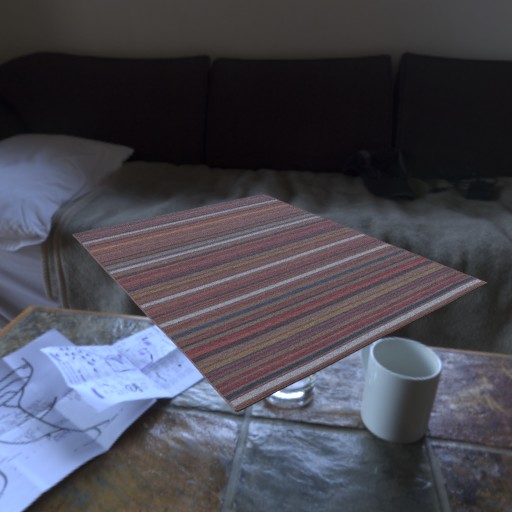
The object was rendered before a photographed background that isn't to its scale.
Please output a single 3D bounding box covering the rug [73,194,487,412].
[{"bbox_3d":[0.000,0.000,4.108,2.479,0.023,3.092,-17,29,-32],"label":"rug"}]
